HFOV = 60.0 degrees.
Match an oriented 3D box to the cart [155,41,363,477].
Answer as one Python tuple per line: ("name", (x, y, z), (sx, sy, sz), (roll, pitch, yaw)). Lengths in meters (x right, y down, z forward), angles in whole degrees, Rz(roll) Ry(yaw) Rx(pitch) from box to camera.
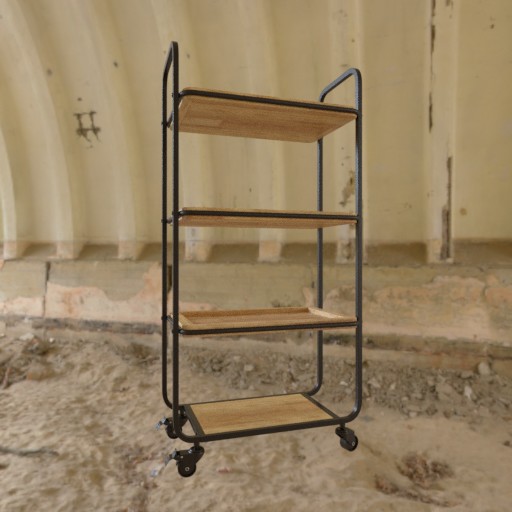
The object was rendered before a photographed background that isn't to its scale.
("cart", (0.000, 0.000, 1.274), (0.545, 1.080, 0.321), (0, 0, -18))
